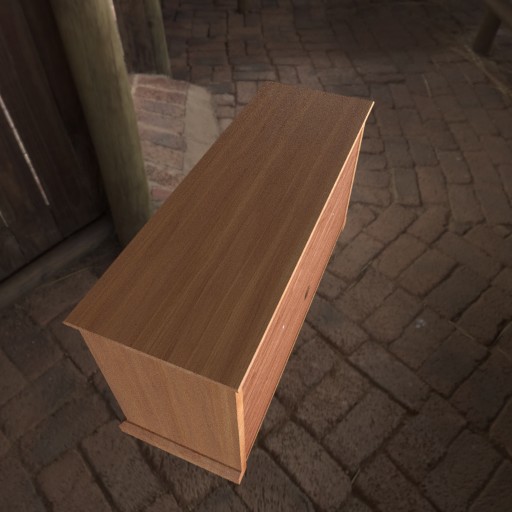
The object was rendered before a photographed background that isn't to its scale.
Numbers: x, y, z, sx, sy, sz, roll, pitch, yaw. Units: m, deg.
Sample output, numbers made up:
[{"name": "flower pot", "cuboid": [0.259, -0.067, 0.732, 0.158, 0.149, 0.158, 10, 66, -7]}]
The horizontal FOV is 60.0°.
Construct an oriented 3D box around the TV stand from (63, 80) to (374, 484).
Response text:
[{"name": "TV stand", "cuboid": [0.000, 0.000, 1.477, 0.417, 0.607, 1.181, 17, 50, 15]}]
